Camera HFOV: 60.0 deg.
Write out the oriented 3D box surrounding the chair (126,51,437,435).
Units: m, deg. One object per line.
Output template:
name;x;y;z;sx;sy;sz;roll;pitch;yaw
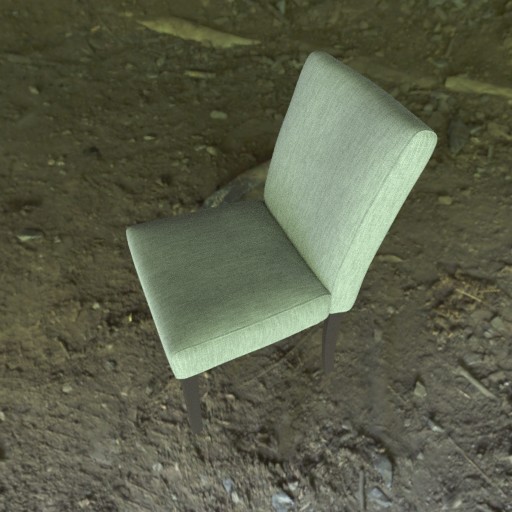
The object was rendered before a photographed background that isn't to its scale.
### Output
chair;0.000;0.000;1.233;0.629;0.884;0.487;-18;49;-16
